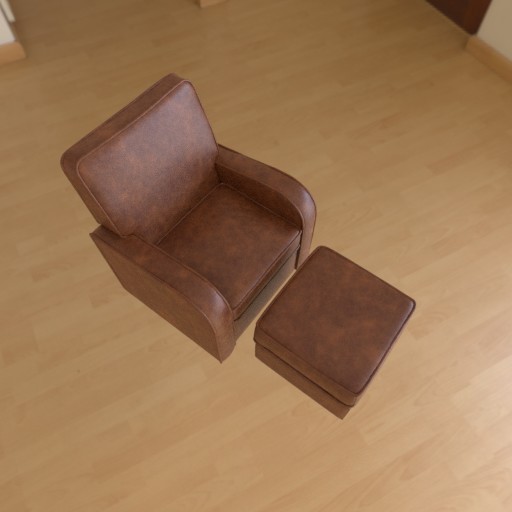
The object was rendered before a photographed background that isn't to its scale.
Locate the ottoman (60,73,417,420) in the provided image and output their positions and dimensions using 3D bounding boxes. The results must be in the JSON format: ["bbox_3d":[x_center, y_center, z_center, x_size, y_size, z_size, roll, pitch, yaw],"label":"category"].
[{"bbox_3d":[0.000,0.000,1.866,1.314,0.904,0.732,33,64,18],"label":"ottoman"}]
